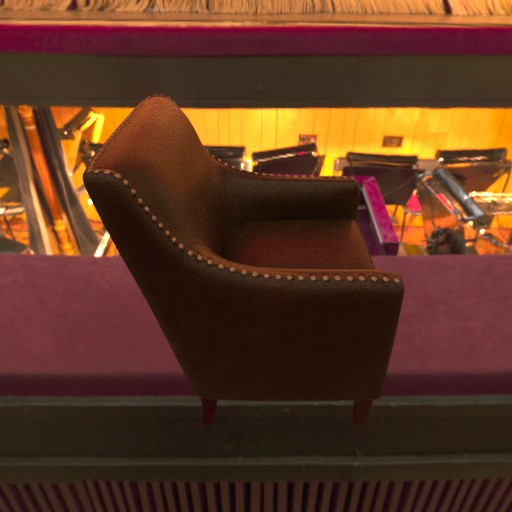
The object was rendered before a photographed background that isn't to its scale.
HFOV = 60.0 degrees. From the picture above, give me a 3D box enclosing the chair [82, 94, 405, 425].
[{"bbox_3d":[0.000,0.000,1.325,0.704,0.813,0.639,0,34,0],"label":"chair"}]
